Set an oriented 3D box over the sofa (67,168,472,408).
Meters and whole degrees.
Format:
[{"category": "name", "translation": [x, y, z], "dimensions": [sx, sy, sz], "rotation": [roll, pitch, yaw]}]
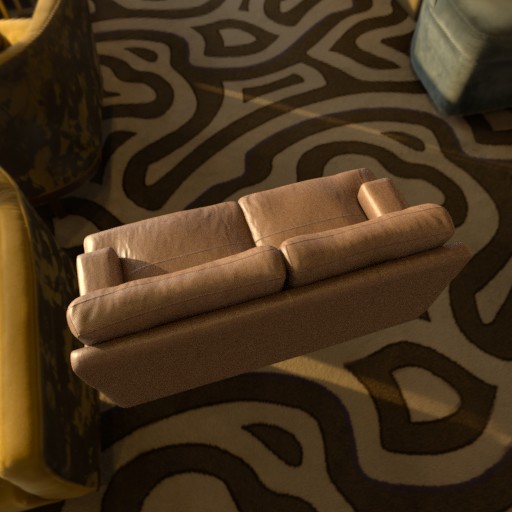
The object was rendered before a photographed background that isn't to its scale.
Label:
[{"category": "sofa", "translation": [0.000, 0.000, 2.405], "dimensions": [1.855, 0.980, 0.962], "rotation": [-15, 60, -9]}]
